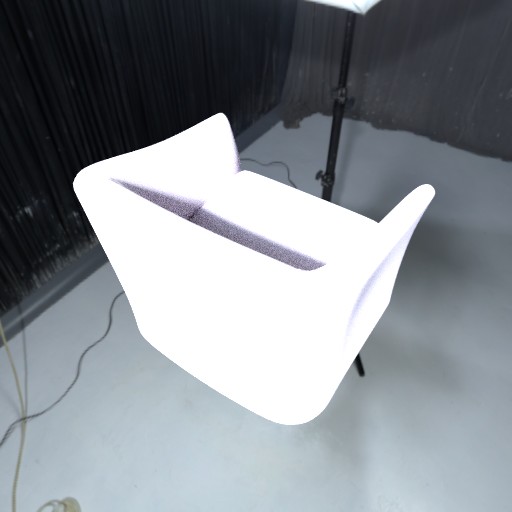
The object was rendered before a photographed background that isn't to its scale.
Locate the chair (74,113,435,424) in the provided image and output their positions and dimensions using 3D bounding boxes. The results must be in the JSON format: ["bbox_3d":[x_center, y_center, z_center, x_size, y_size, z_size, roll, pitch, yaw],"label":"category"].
[{"bbox_3d":[0.000,0.000,1.375,0.790,0.720,0.700,26,51,23],"label":"chair"}]
